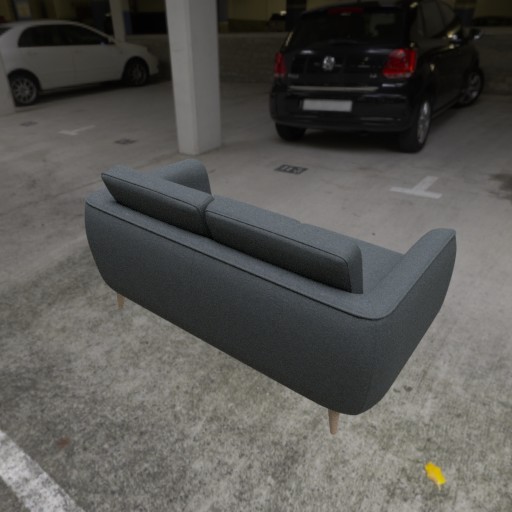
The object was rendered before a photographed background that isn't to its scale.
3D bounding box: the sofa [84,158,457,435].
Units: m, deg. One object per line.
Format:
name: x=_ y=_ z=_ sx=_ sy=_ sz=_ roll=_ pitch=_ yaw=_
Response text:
sofa: x=0.000 y=0.000 z=2.239 sx=1.700 sy=0.850 sz=0.920 roll=21 pitch=37 yaw=31
